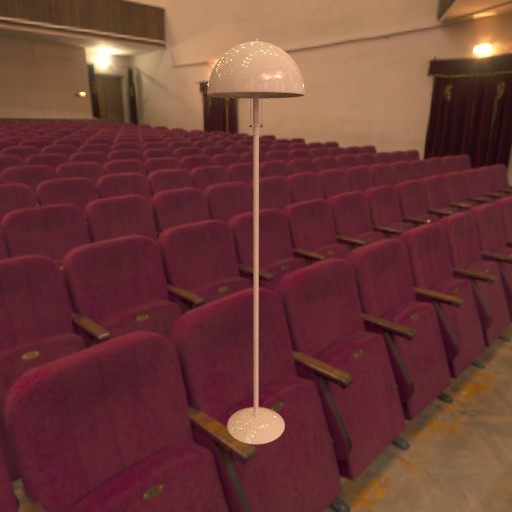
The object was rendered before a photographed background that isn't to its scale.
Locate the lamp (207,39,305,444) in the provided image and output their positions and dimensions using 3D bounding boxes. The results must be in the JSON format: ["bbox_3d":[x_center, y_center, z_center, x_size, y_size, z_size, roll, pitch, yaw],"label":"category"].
[{"bbox_3d":[0.000,0.000,1.659,0.328,1.480,0.328,-16,22,-43],"label":"lamp"}]
